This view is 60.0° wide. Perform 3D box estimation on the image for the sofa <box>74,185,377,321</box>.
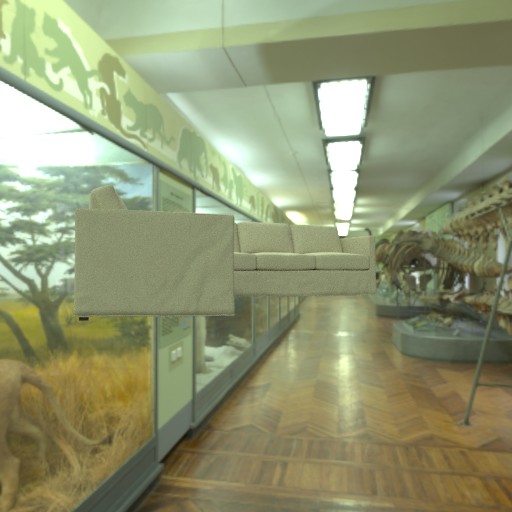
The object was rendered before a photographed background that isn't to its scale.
[{"bbox_3d":[0.000,0.000,4.328,3.182,0.871,2.432,0,-1,-20],"label":"sofa"}]
